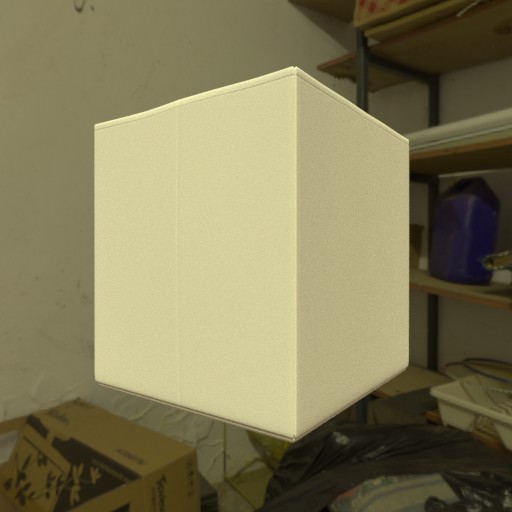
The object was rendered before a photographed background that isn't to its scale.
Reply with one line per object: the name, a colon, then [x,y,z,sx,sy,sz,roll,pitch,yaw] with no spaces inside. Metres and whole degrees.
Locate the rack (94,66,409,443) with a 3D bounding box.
rack: [0.000,0.000,0.509,0.270,0.280,0.270,0,0,36]
